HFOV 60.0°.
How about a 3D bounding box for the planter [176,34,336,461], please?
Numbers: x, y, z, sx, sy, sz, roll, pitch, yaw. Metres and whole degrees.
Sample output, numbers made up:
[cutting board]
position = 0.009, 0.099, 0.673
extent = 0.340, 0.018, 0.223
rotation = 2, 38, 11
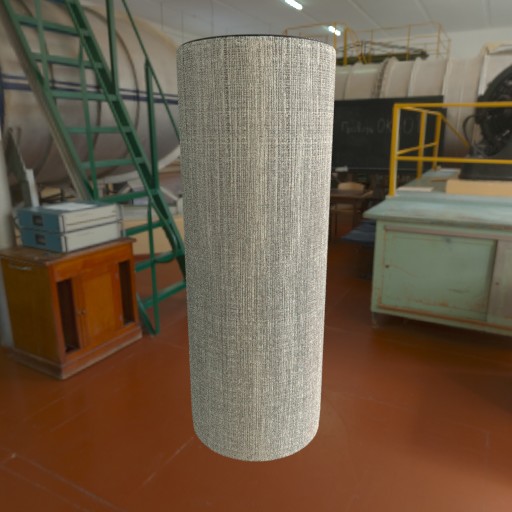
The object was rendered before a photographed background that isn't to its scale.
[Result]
[planter]
position = 0.000, 0.000, 0.316
extent = 0.100, 0.270, 0.100
rotation = -8, 17, -26
